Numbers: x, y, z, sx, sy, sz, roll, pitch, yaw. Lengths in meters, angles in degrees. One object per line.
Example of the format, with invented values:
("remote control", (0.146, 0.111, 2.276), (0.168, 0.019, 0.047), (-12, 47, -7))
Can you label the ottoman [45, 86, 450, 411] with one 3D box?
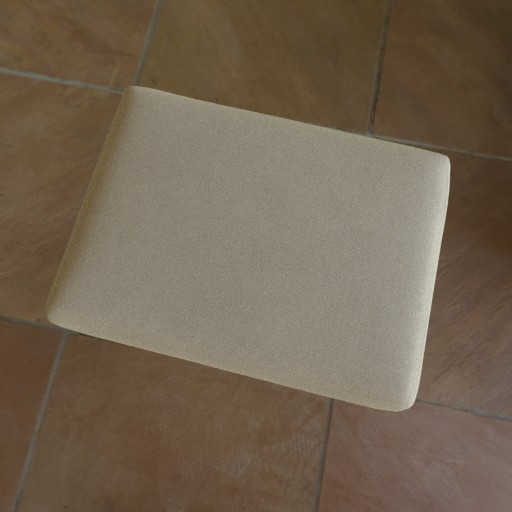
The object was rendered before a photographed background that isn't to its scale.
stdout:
("ottoman", (0.000, 0.000, 1.119), (0.773, 0.504, 0.569), (14, 77, 3))
